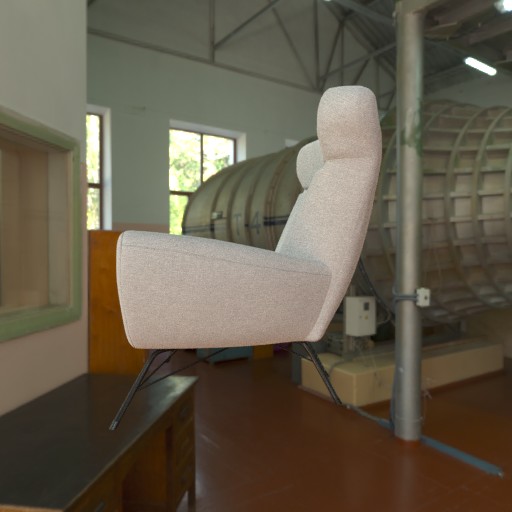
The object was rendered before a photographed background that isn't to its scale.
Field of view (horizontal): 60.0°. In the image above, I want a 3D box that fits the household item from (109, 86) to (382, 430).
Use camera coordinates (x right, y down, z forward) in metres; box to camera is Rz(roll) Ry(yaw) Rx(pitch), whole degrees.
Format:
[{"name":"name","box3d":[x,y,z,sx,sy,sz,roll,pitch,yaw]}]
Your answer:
[{"name":"household item","box3d":[0.000,0.000,1.762,0.900,1.050,0.980,0,1,0]}]
